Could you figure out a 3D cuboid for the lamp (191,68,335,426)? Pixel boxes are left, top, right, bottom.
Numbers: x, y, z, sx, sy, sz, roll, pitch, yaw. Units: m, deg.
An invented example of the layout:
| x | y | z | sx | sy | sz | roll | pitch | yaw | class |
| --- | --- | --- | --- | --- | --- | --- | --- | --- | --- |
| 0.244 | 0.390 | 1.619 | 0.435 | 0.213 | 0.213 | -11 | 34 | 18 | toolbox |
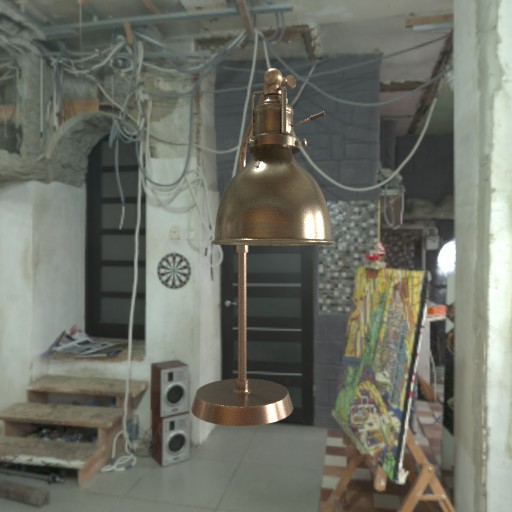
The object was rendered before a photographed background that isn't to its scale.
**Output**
| x | y | z | sx | sy | sz | roll | pitch | yaw | class |
| --- | --- | --- | --- | --- | --- | --- | --- | --- | --- |
| 0.000 | 0.000 | 0.605 | 0.153 | 0.456 | 0.286 | 0 | 0 | -18 | lamp |
